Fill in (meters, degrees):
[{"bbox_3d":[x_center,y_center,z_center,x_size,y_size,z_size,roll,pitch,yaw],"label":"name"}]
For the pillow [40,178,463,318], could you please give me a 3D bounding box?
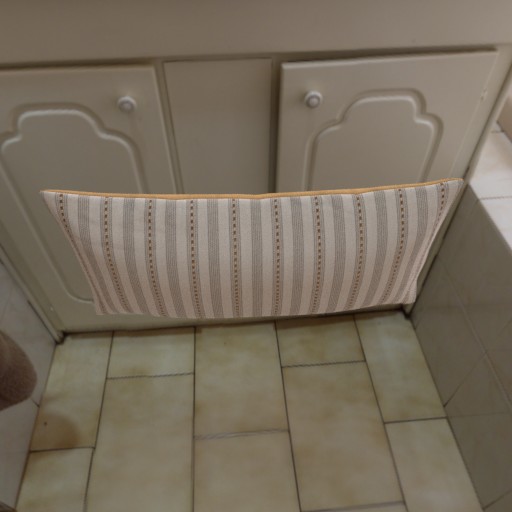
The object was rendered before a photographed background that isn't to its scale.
[{"bbox_3d":[0.000,0.000,0.735,0.608,0.291,0.151,-2,48,-2],"label":"pillow"}]
